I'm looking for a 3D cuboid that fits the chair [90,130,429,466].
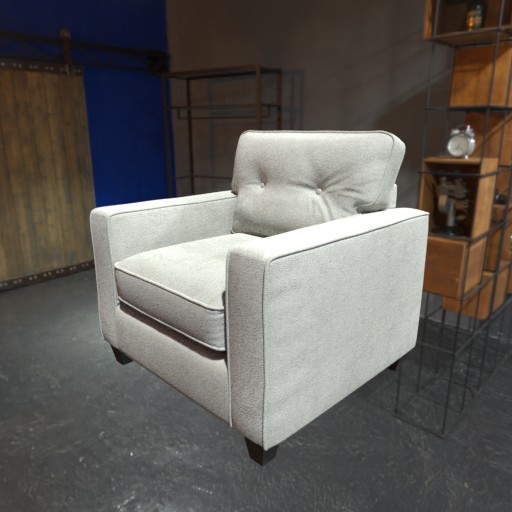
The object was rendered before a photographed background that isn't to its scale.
[{"bbox_3d":[0.000,0.000,1.774,0.939,0.965,1.015,-15,22,-43],"label":"chair"}]
